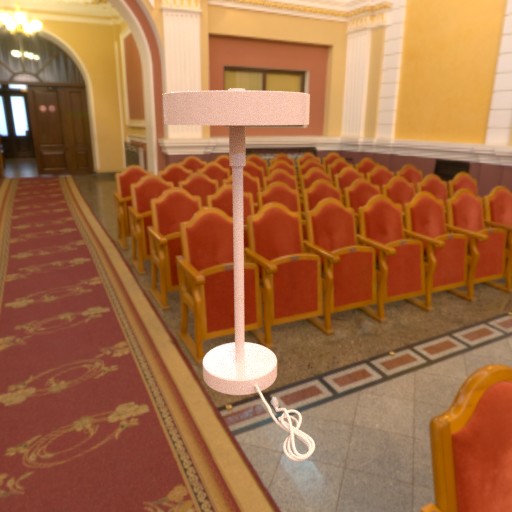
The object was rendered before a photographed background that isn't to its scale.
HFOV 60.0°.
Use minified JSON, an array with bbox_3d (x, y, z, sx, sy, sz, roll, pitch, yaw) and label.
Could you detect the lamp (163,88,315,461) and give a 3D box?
[{"bbox_3d":[0.000,0.000,0.708,0.229,0.508,0.369,-8,19,-24],"label":"lamp"}]
